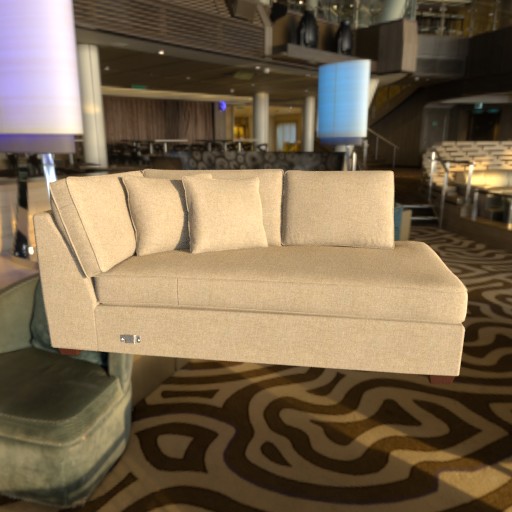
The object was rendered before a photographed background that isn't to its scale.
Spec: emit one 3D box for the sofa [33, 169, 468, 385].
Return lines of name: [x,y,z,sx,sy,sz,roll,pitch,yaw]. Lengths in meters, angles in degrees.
sofa: [0.000,0.000,2.728,2.238,1.019,1.110,2,15,8]
